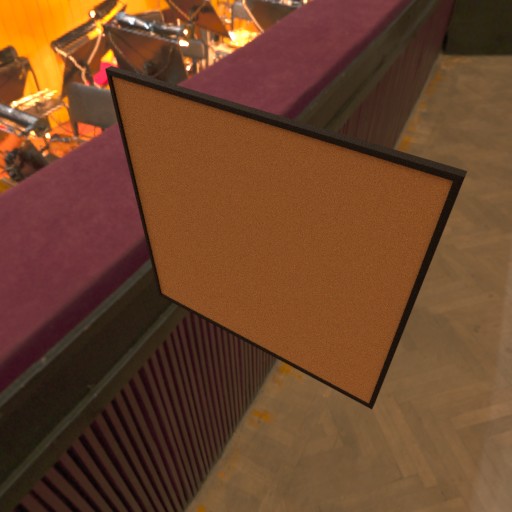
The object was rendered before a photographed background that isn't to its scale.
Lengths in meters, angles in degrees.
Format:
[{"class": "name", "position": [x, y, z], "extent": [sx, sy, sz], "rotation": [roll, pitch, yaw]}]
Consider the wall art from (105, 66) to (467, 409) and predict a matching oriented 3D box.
[{"class": "wall art", "position": [0.000, 0.000, 0.657], "extent": [0.458, 0.457, 0.013], "rotation": [24, 50, 22]}]
